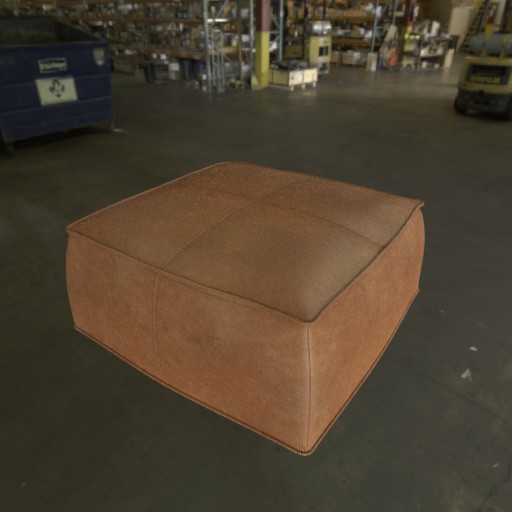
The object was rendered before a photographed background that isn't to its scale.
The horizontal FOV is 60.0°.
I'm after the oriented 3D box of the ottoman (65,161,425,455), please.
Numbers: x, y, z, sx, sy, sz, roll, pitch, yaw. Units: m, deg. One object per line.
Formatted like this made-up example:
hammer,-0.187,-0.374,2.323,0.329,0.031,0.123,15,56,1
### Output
ottoman,0.000,0.000,1.426,0.902,0.395,0.901,18,34,30
